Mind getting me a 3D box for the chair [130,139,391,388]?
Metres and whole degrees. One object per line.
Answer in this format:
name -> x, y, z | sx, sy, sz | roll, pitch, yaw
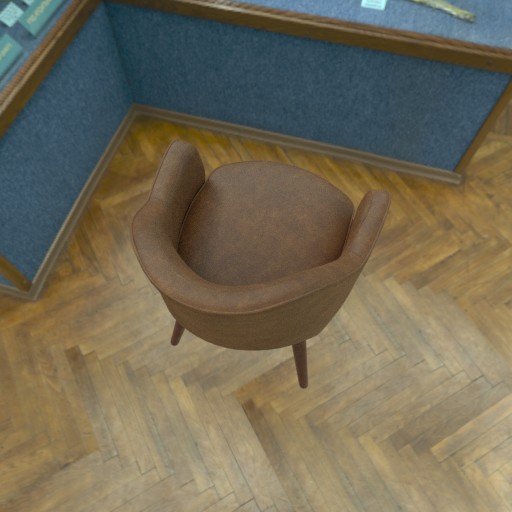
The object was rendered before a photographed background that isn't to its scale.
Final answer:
chair -> 0.000, 0.000, 1.206 | 0.591, 0.777, 0.640 | 16, 63, 8
